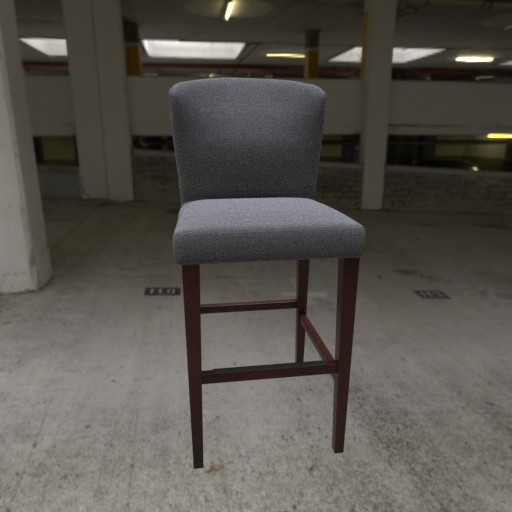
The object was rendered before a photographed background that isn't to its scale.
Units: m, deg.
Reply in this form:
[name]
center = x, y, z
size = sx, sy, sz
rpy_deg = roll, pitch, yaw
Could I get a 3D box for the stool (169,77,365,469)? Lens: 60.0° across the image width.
[stool]
center = 0.000, 0.000, 1.357
size = 0.486, 1.069, 0.568
rpy_deg = -2, 16, -8
